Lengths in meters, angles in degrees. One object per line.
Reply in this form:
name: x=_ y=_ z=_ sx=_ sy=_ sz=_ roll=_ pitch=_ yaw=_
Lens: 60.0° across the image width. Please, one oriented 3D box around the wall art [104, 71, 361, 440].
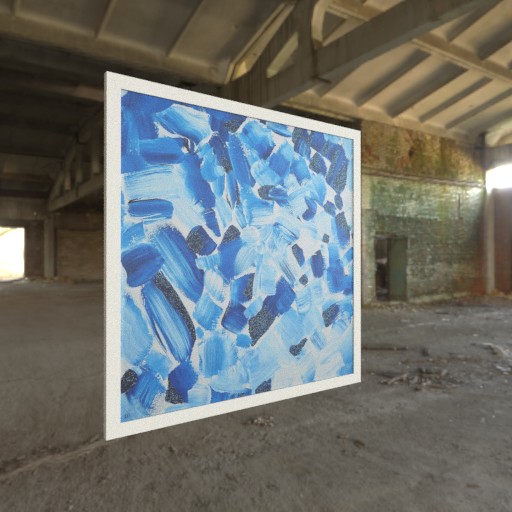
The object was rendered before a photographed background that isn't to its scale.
wall art: x=0.000 y=0.000 z=0.985 sx=0.660 sy=0.660 sz=0.015 roll=0 pitch=0 yaw=-35
